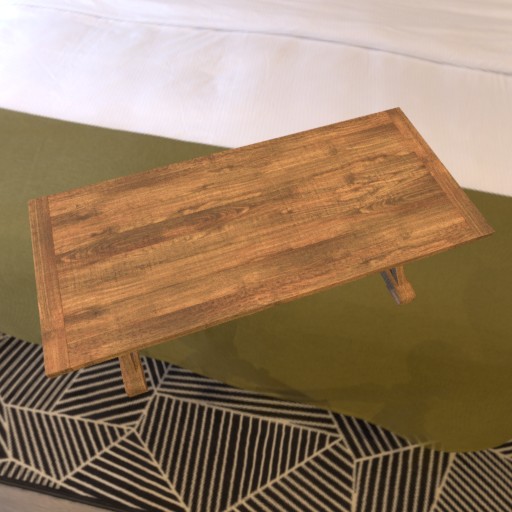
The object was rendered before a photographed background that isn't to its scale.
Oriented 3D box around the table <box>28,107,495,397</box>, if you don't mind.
[{"bbox_3d":[0.000,0.000,2.415,2.031,0.733,0.907,-17,60,-10],"label":"table"}]
